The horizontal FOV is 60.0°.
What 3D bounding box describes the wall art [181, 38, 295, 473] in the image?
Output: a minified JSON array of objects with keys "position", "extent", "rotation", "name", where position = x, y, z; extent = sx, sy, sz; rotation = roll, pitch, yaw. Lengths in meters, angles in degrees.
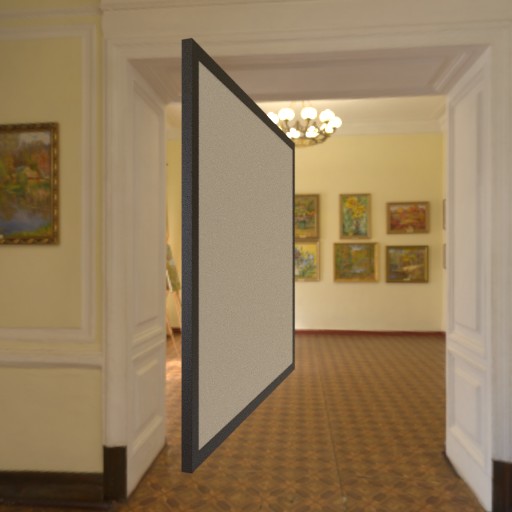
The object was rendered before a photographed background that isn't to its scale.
[{"position":[0.000,0.000,1.207],"extent":[0.022,0.807,0.807],"rotation":[0,0,19],"name":"wall art"}]
